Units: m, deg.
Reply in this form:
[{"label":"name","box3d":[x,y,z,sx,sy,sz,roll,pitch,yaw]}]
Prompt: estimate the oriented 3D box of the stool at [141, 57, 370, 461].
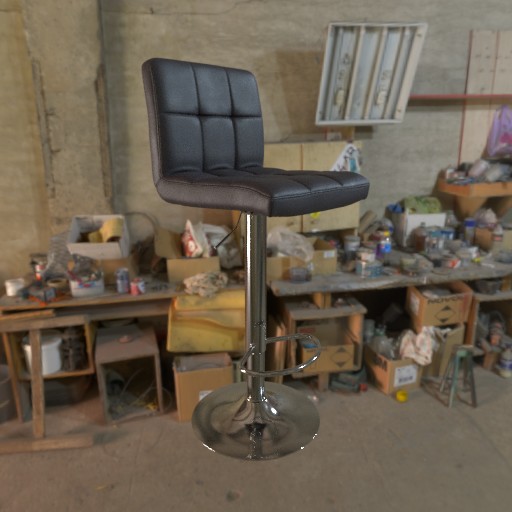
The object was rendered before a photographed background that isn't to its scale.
[{"label":"stool","box3d":[0.000,0.000,1.330,0.505,1.115,0.430,14,21,42]}]
